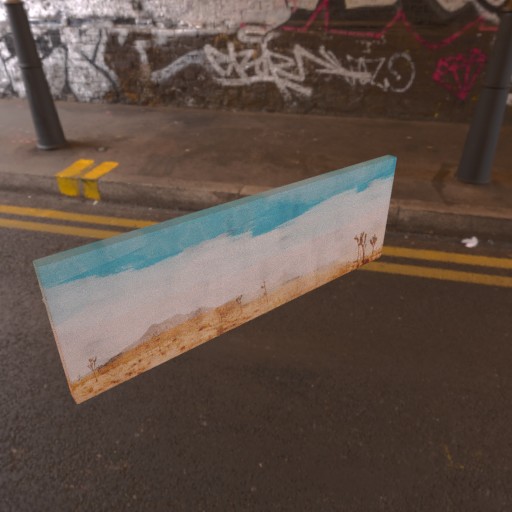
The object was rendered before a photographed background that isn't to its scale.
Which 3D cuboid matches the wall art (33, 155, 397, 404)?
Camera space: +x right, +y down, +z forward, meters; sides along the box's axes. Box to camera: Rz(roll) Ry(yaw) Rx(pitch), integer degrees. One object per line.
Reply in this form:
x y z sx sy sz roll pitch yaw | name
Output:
0.000 0.000 0.853 0.759 0.254 0.044 -21 36 -32 | wall art
